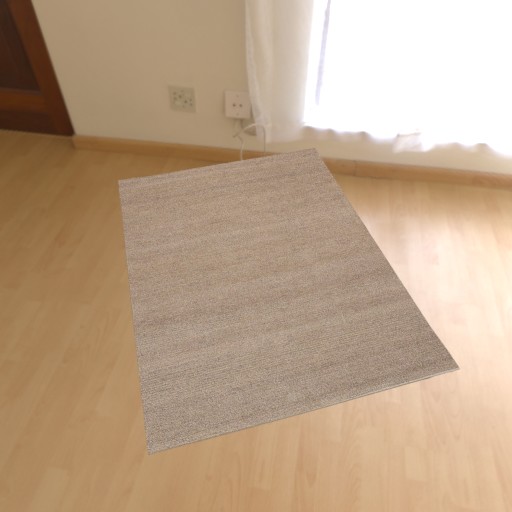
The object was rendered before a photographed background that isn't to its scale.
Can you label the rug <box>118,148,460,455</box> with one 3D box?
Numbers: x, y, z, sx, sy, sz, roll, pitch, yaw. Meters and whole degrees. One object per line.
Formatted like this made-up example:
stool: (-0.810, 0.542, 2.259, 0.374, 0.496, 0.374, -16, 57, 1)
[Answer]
rug: (0.000, 0.000, 4.352, 2.467, 0.046, 3.245, -11, 48, -11)
